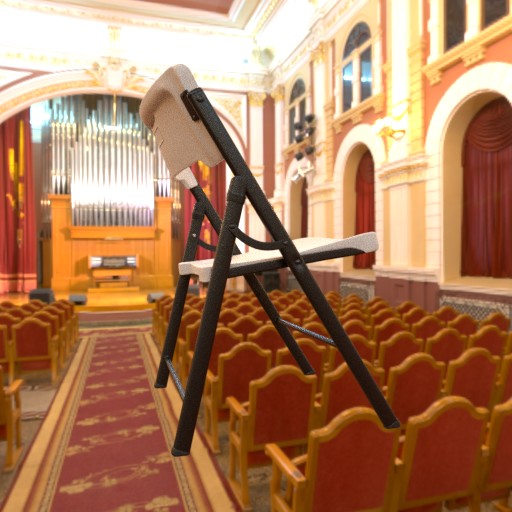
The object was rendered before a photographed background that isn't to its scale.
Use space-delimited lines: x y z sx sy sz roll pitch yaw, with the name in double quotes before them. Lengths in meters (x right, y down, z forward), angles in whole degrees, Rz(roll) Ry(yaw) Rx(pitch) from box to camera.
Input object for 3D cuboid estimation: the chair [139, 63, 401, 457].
"chair" 0.000 0.000 1.135 0.577 0.765 0.482 0 0 -17
